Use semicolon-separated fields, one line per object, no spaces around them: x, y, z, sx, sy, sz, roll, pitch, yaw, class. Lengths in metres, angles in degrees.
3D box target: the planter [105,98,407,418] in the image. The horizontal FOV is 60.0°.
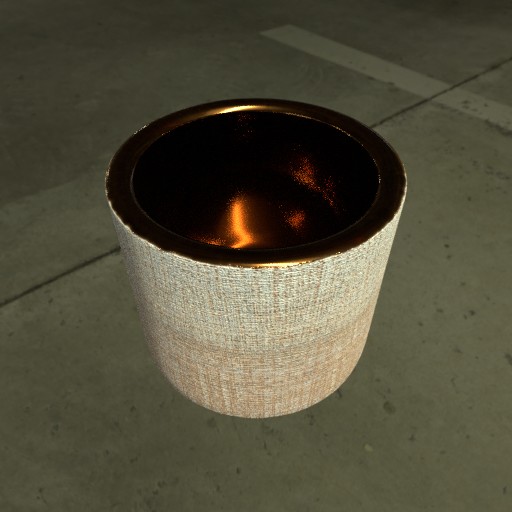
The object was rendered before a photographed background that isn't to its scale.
0.000;0.000;0.316;0.177;0.157;0.177;0;44;0;planter
